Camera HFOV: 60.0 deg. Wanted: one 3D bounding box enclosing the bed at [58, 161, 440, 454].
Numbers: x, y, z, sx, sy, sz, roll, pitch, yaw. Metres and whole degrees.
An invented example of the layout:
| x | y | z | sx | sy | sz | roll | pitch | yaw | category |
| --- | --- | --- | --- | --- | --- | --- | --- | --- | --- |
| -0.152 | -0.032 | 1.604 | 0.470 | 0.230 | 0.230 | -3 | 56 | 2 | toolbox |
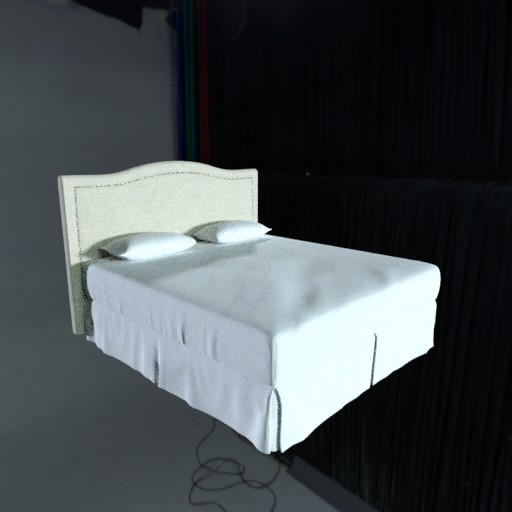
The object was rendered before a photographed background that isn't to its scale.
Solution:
| x | y | z | sx | sy | sz | roll | pitch | yaw | category |
| --- | --- | --- | --- | --- | --- | --- | --- | --- | --- |
| 0.000 | 0.000 | 3.452 | 2.182 | 1.421 | 2.083 | 13 | 18 | 43 | bed |
